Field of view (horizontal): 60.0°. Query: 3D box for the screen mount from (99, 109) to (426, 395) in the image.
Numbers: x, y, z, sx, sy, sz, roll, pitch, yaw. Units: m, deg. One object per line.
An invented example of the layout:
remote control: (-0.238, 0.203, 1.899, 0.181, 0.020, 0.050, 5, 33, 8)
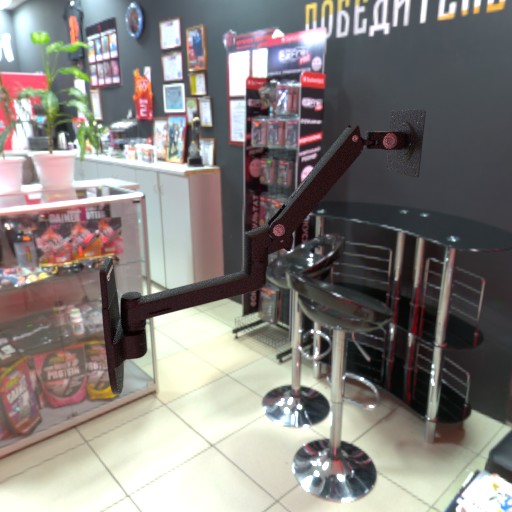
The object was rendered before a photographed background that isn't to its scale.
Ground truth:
screen mount: (0.000, 0.000, 0.744, 0.495, 0.466, 0.115, -3, 17, -9)
